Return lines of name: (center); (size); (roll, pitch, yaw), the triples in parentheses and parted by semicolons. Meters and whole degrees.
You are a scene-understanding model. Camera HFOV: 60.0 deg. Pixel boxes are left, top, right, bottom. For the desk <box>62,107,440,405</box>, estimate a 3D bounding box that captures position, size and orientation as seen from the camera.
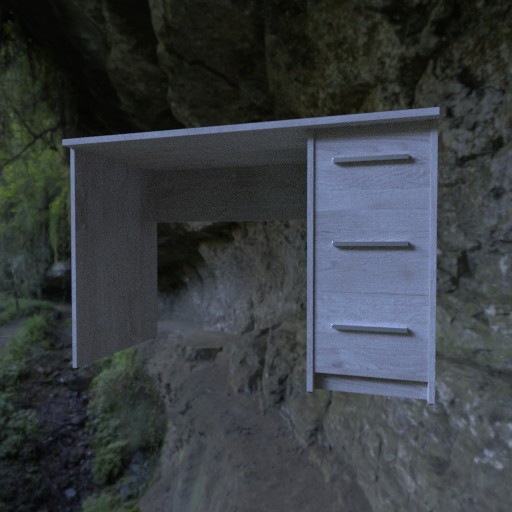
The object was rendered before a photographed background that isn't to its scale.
desk: (0.000, 0.000, 1.500); (1.097, 0.735, 0.560); (0, 2, 18)
